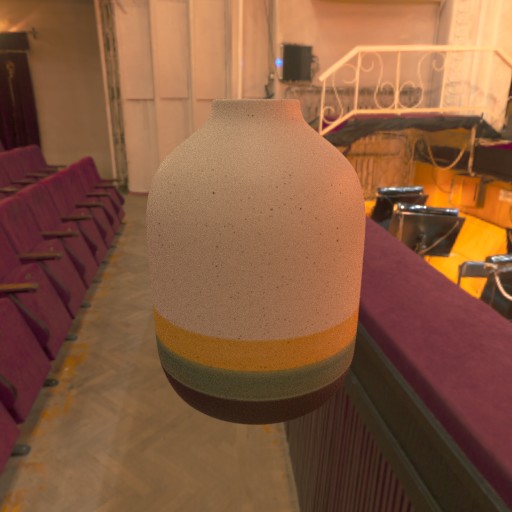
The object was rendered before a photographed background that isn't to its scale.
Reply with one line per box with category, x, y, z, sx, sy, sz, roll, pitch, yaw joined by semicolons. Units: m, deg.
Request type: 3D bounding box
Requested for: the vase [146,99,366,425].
vase;0.000;0.000;0.361;0.169;0.240;0.169;0;19;0
